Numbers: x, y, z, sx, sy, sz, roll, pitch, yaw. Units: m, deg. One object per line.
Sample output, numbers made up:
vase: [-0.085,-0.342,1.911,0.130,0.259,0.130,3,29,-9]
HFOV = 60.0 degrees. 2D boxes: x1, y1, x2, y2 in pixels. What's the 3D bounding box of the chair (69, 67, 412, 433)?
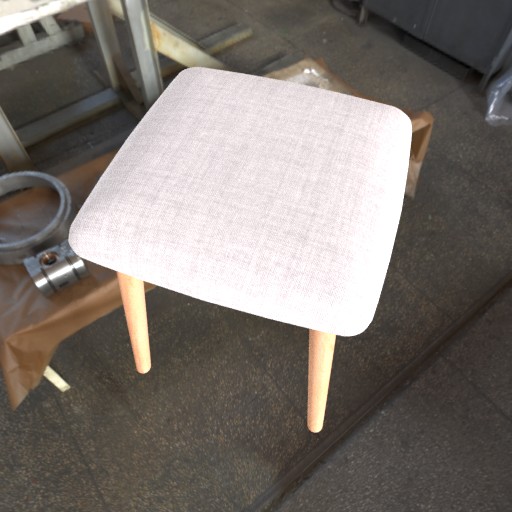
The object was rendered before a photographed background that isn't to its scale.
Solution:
chair: [0.000,0.000,0.683,0.350,0.440,0.350,16,58,10]
